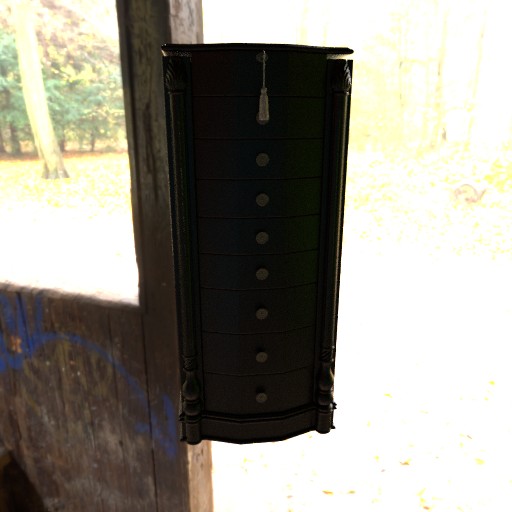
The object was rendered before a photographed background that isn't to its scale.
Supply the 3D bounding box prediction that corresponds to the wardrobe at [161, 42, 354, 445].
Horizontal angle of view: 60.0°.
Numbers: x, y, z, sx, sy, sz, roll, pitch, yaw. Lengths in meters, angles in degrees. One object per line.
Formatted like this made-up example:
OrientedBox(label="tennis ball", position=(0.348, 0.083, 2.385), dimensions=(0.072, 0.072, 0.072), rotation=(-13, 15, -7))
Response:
OrientedBox(label="wardrobe", position=(0.000, 0.000, 1.187), dimensions=(0.444, 1.011, 0.295), rotation=(-2, 17, -7))
